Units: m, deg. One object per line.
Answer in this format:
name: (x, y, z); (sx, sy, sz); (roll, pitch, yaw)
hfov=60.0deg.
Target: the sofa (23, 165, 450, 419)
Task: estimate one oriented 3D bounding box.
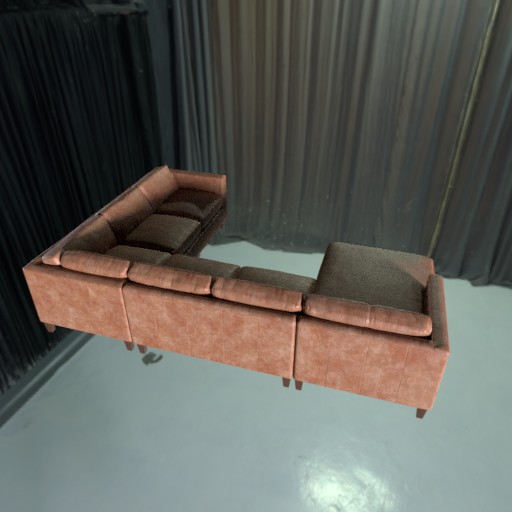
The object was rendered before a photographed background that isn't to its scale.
sofa: (0.000, 0.000, 4.454); (3.401, 0.832, 2.430); (9, 34, 14)
